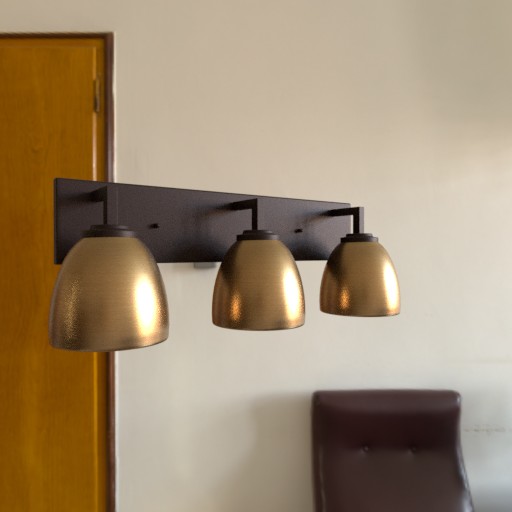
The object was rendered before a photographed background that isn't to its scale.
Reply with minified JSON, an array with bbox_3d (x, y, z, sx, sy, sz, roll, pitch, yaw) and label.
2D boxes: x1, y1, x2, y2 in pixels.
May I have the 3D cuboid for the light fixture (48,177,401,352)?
[{"bbox_3d":[0.000,0.000,0.674,0.582,0.204,0.157,0,1,-35],"label":"light fixture"}]
